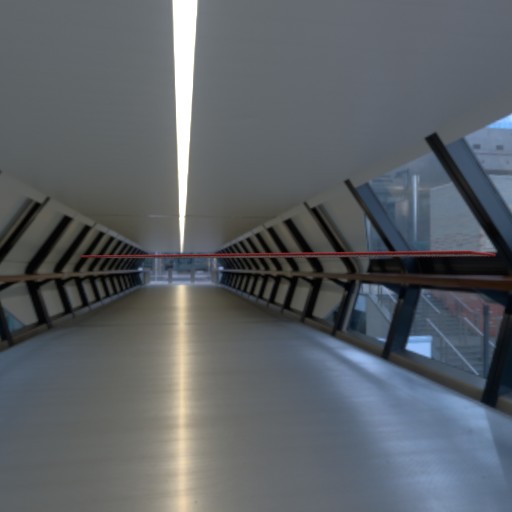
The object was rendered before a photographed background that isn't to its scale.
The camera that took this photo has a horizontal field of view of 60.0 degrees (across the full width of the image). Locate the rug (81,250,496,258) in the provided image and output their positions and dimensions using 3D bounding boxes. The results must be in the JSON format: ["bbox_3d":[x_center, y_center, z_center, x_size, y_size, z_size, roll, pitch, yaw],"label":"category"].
[{"bbox_3d":[0.000,0.000,2.471,2.292,0.015,0.659,-1,-1,35],"label":"rug"}]
